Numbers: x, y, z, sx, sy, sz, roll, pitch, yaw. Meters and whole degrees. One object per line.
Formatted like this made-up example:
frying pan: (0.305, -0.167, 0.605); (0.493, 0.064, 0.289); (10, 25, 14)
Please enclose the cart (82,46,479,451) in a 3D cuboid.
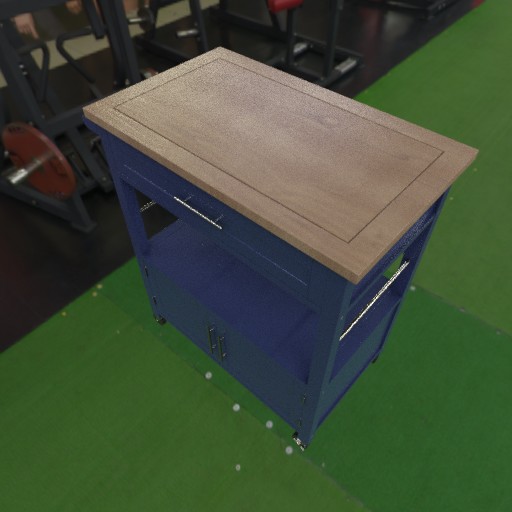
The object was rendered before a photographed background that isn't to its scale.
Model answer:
cart: (0.000, 0.000, 1.332); (0.840, 0.901, 0.459); (34, 56, 27)
